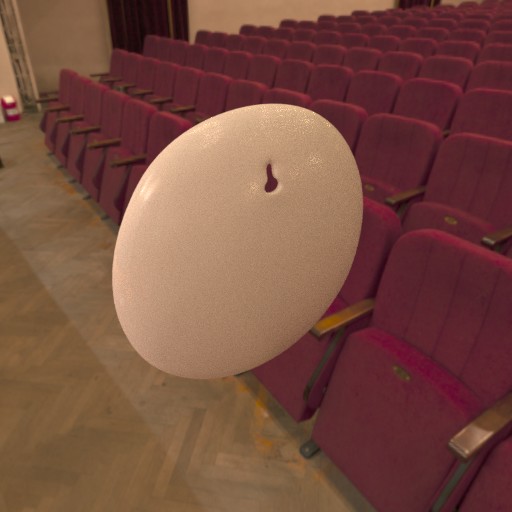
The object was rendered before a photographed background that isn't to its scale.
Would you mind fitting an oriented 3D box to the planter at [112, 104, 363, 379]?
[{"bbox_3d":[0.000,0.000,0.286,0.185,0.188,0.043,-19,35,-28],"label":"planter"}]
